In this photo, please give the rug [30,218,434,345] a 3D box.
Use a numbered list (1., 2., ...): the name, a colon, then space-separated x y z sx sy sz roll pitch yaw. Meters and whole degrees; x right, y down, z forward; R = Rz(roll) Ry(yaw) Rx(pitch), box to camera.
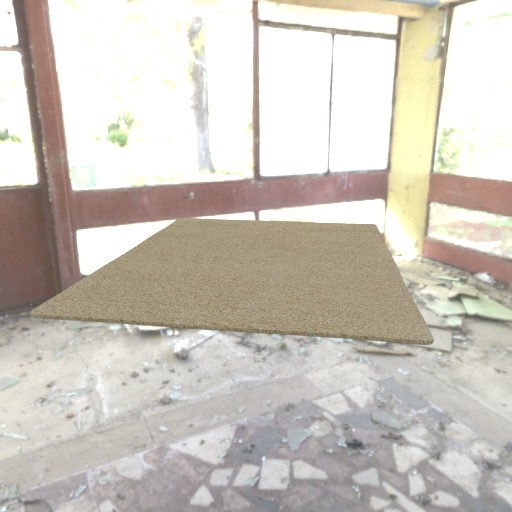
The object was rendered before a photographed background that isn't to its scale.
1. rug: 0.000 0.000 3.963 2.401 0.025 3.001 2 17 8
